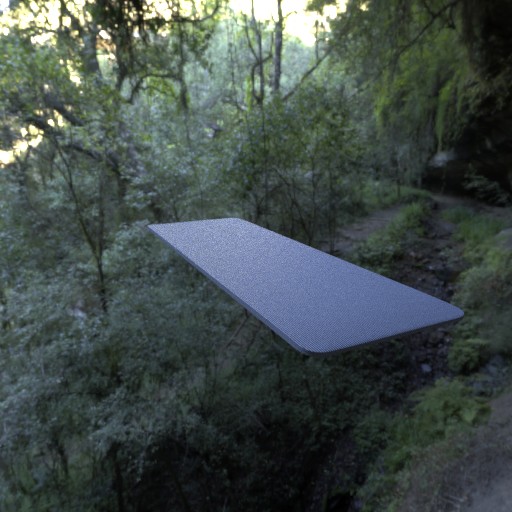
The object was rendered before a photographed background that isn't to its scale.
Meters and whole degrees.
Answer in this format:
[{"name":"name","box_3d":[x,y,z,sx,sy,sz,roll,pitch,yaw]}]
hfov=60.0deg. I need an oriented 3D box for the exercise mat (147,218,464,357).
[{"name":"exercise mat","box_3d":[0.000,0.000,2.090,0.616,0.021,1.884,-7,17,-25]}]
